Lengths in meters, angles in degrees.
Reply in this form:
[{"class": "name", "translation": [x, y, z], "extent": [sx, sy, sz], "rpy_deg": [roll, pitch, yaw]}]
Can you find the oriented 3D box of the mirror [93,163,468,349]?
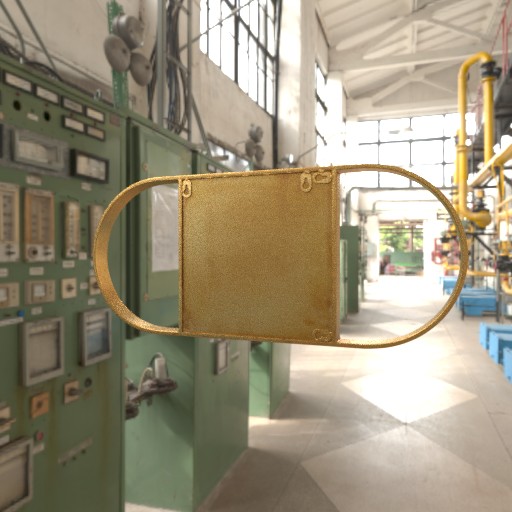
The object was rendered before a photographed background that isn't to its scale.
[{"class": "mirror", "translation": [0.000, 0.000, 0.676], "extent": [0.584, 0.254, 0.032], "rpy_deg": [0, 0, 20]}]
